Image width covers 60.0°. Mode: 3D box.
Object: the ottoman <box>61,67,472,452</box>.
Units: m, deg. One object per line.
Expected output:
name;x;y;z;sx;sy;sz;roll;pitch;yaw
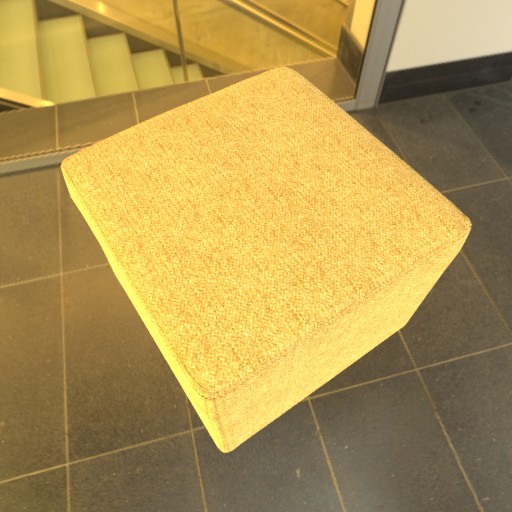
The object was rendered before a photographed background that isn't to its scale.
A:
ottoman;0.000;0.000;0.891;0.505;0.441;0.512;-30;62;-18
